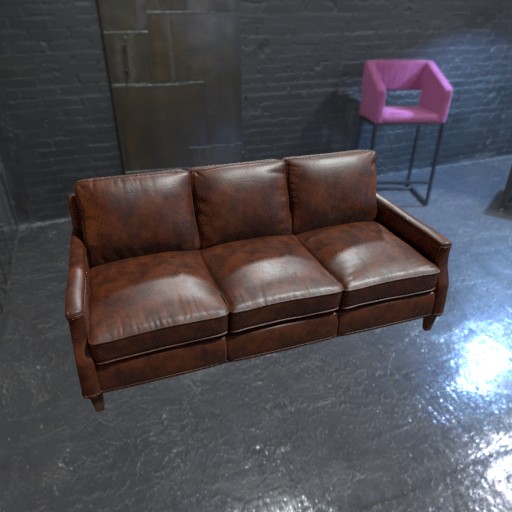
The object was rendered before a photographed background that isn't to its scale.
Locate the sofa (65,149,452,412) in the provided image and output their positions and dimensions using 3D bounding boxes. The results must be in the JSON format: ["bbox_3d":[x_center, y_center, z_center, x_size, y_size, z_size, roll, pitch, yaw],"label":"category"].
[{"bbox_3d":[0.000,0.000,2.830,2.240,1.003,1.084,-10,32,-16],"label":"sofa"}]
